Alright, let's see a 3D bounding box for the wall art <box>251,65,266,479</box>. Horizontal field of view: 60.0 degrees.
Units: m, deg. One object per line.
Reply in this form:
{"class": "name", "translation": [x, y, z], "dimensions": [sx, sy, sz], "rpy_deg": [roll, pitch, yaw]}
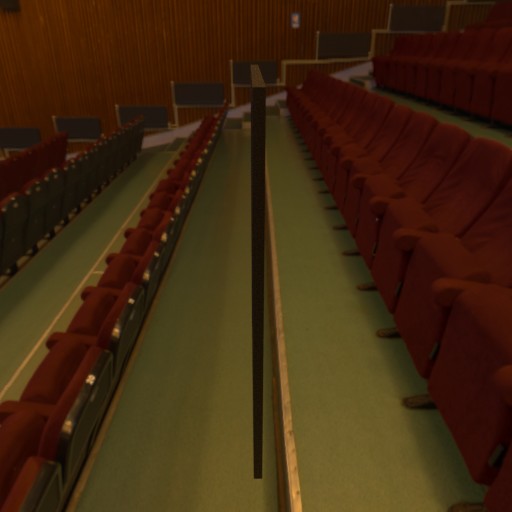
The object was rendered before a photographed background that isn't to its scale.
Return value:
{"class": "wall art", "translation": [0.000, 0.000, 0.696], "dimensions": [0.013, 0.534, 0.381], "rpy_deg": [0, 26, -1]}
